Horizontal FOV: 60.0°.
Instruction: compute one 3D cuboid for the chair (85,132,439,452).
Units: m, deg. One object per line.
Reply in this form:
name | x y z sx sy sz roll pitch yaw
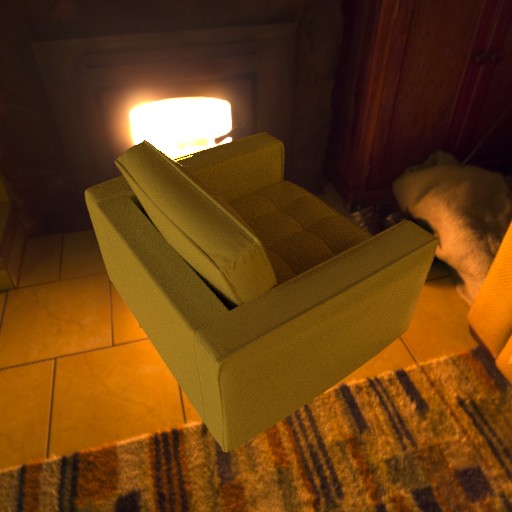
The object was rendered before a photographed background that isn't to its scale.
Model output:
chair | 0.000 0.000 1.555 0.843 0.773 0.928 -25 47 -26
